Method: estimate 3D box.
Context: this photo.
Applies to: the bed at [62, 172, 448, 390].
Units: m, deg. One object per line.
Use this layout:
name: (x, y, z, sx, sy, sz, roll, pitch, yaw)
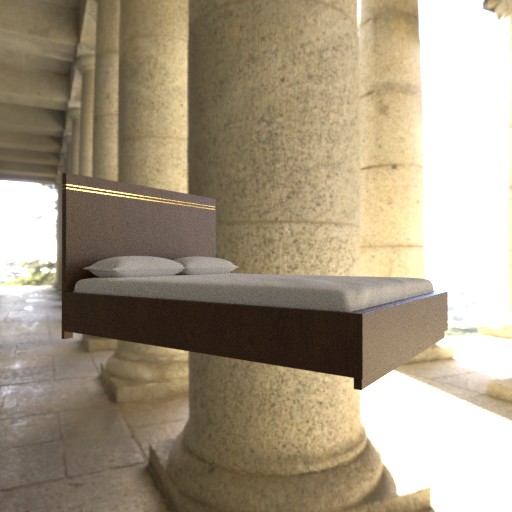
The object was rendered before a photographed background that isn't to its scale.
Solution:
bed: (0.000, 0.000, 3.153, 2.221, 1.169, 1.613, 0, -1, 35)
